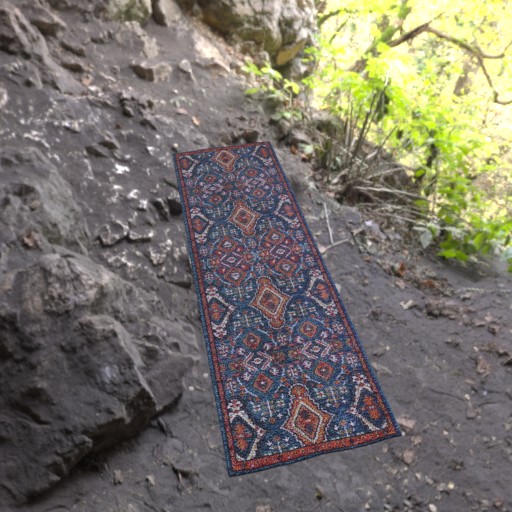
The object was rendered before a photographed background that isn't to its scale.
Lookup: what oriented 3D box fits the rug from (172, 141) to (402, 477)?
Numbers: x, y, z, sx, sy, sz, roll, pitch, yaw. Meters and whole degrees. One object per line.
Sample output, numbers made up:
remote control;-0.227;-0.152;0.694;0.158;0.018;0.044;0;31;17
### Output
rug;0.000;0.000;2.749;0.801;0.010;2.459;-10;48;-9
